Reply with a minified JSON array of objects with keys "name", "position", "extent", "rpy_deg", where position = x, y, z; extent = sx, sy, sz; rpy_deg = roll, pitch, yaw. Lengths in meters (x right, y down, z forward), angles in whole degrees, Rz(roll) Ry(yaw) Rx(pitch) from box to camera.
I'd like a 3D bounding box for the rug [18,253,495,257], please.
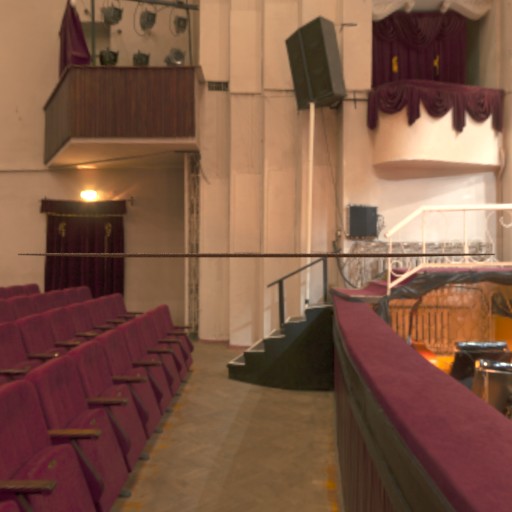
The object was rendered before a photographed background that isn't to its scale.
[{"name":"rug","position":[0.000,0.000,2.867],"extent":[2.238,0.008,1.593],"rpy_deg":[0,-1,-1]}]
